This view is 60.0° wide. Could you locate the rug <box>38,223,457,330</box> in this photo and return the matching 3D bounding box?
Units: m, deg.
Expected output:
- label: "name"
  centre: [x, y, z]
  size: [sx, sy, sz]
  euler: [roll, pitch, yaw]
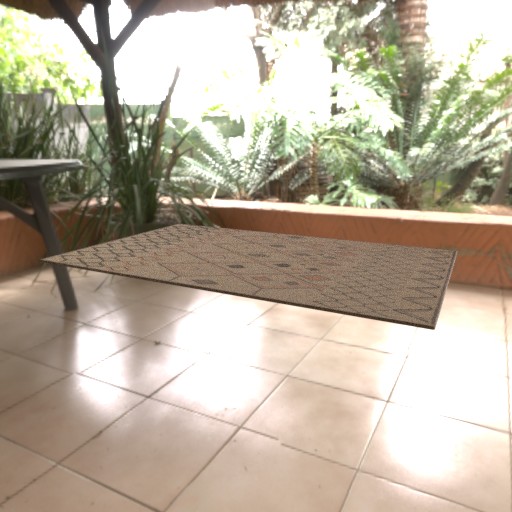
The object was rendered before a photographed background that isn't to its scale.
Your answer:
- label: "rug"
  centre: [0.000, 0.000, 3.028]
  size: [2.438, 0.015, 1.524]
  euler: [7, 16, 26]
